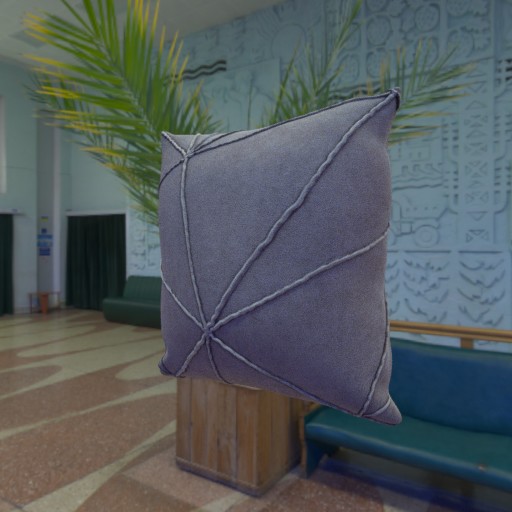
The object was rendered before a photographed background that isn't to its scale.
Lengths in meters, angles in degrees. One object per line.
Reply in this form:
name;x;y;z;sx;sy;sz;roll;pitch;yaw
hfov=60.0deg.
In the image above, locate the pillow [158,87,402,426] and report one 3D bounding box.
pillow;0.000;0.000;0.678;0.439;0.440;0.185;1;1;35
